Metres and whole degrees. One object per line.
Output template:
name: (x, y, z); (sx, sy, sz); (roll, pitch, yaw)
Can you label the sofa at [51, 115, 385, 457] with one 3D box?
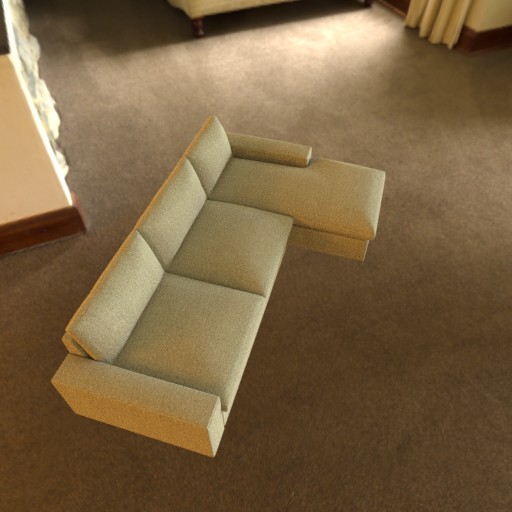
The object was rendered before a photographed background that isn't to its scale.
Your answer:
sofa: (0.000, 0.000, 3.348); (1.689, 0.813, 2.718); (13, 50, 11)
